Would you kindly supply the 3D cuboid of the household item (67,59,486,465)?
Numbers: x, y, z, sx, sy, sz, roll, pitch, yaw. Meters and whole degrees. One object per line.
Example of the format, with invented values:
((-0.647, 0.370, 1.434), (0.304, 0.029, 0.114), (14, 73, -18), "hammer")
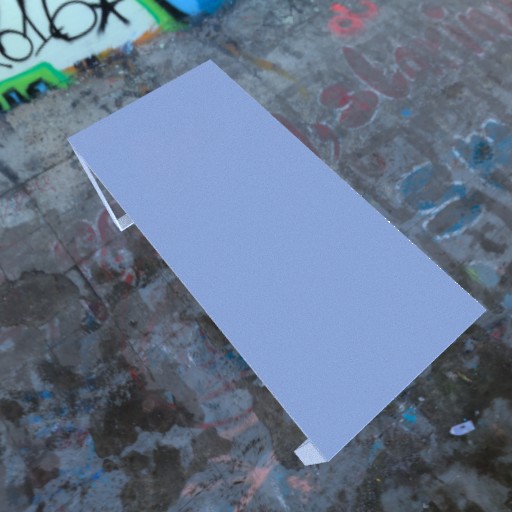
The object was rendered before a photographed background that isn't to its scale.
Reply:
((0.000, 0.000, 2.144), (0.800, 0.745, 1.700), (-36, 69, -16), "household item")
